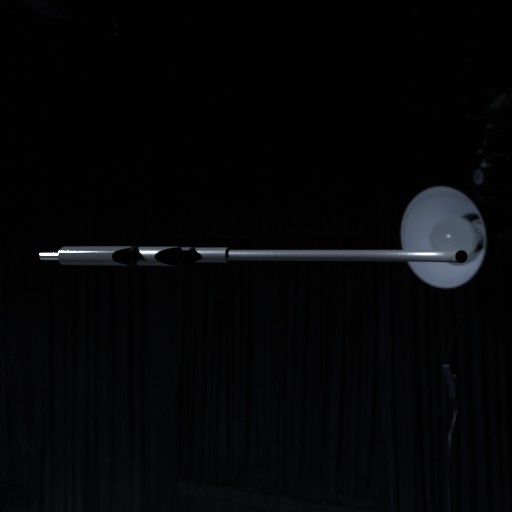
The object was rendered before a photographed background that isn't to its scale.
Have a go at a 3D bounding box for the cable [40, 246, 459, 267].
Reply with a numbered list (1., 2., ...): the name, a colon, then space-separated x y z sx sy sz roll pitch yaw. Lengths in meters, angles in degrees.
1. cable: 0.000 0.000 0.111 0.098 0.005 0.041 0 1 18
